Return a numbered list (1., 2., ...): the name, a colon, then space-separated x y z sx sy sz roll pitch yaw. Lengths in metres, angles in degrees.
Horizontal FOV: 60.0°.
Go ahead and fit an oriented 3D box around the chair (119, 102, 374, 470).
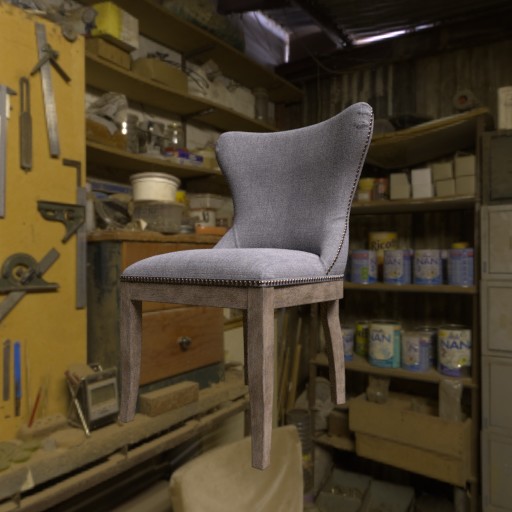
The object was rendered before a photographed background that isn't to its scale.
1. chair: 0.000 0.000 1.458 0.654 1.002 0.681 0 -1 36
